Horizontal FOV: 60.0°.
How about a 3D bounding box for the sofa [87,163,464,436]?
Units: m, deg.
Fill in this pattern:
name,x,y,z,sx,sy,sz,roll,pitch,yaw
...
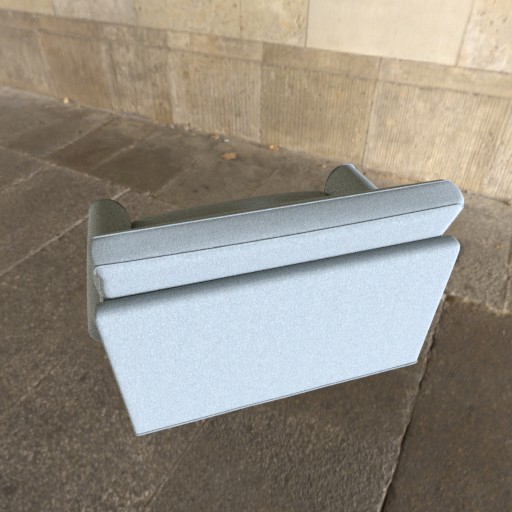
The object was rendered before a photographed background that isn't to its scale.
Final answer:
name,x,y,z,sx,sy,sz,roll,pitch,yaw
sofa,0.000,0.000,1.979,1.410,0.953,0.940,-10,40,-13
